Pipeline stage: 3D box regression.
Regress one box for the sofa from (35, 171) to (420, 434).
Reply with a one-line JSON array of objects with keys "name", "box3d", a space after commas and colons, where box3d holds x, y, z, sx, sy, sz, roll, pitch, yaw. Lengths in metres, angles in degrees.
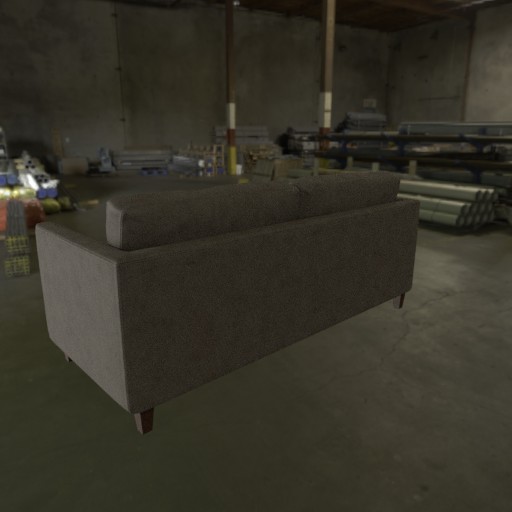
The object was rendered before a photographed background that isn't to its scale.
[{"name": "sofa", "box3d": [0.000, 0.000, 2.672, 2.208, 0.965, 0.951, -14, 21, -41]}]
